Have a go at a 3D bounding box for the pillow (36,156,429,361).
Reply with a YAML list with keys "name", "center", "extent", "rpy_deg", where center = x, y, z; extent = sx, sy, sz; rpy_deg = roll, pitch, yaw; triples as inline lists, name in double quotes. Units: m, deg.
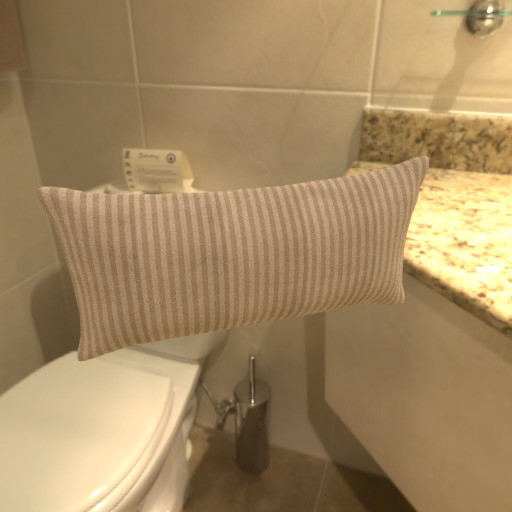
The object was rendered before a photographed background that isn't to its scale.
- name: "pillow"
  center: [0.000, 0.000, 0.740]
  extent: [0.617, 0.295, 0.151]
  rpy_deg: [-8, 28, -15]
